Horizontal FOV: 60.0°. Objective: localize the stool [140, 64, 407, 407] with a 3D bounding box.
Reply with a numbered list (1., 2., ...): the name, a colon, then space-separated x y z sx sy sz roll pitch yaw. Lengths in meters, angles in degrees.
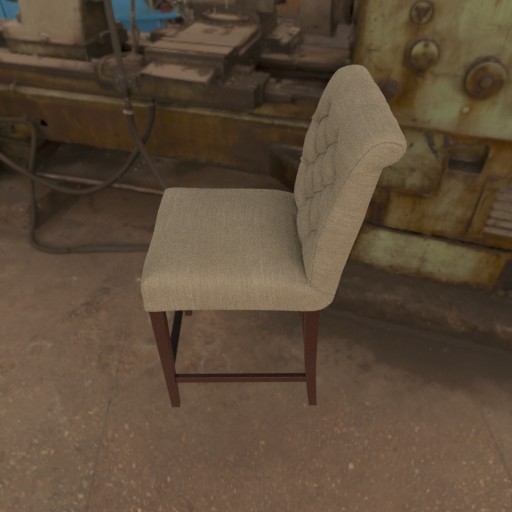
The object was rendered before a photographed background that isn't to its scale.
1. stool: 0.000 0.000 1.454 0.660 1.084 0.486 0 42 0
